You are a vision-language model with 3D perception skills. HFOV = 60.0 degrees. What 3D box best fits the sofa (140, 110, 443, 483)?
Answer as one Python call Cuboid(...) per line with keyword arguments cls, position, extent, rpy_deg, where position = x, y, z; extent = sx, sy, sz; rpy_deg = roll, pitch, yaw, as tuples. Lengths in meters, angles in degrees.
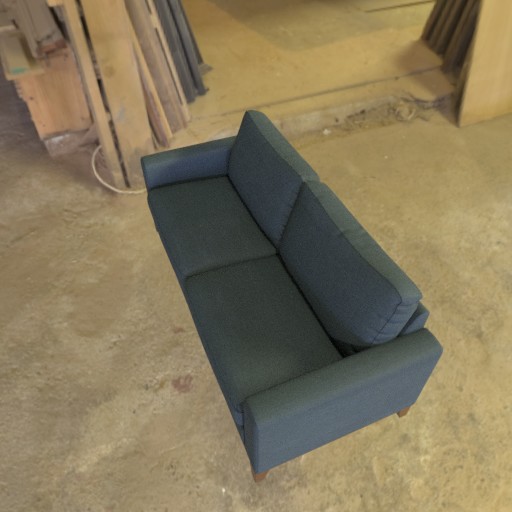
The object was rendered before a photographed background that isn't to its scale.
Cuboid(cls="sofa", position=(0.000, 0.000, 2.418), extent=(0.877, 0.865, 1.900), rpy_deg=(-17, 48, -16))
